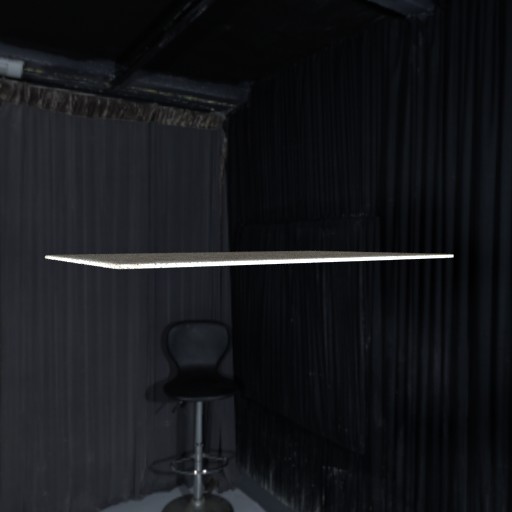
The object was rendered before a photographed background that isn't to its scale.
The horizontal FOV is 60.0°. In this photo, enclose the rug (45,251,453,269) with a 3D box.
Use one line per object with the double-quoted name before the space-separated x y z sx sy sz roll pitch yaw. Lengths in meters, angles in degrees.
"rug" 0.000 0.000 3.124 2.469 0.024 1.539 -1 2 -36
